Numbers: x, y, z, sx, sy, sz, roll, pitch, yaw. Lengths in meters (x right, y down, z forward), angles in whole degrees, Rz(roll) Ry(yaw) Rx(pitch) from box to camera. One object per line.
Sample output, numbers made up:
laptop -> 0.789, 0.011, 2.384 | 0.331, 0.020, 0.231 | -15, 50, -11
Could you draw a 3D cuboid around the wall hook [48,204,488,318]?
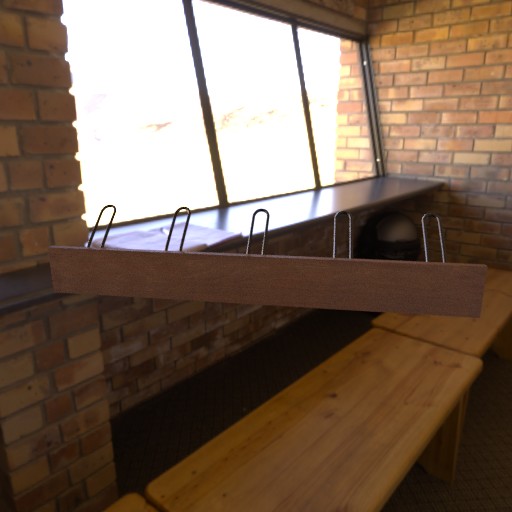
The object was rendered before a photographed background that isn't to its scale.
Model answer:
wall hook -> 0.000, 0.000, 0.593 | 0.554, 0.116, 0.076 | 3, 16, 9
